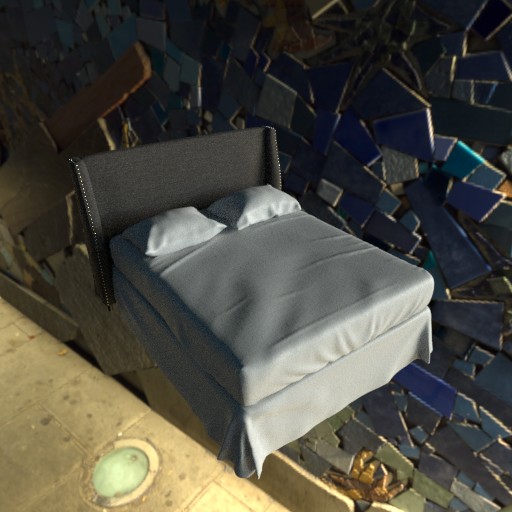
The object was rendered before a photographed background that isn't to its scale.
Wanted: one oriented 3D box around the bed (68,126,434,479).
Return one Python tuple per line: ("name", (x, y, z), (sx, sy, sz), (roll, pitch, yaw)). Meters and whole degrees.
("bed", (0.000, 0.000, 3.359), (1.925, 1.332, 2.276), (-19, 34, -31))
